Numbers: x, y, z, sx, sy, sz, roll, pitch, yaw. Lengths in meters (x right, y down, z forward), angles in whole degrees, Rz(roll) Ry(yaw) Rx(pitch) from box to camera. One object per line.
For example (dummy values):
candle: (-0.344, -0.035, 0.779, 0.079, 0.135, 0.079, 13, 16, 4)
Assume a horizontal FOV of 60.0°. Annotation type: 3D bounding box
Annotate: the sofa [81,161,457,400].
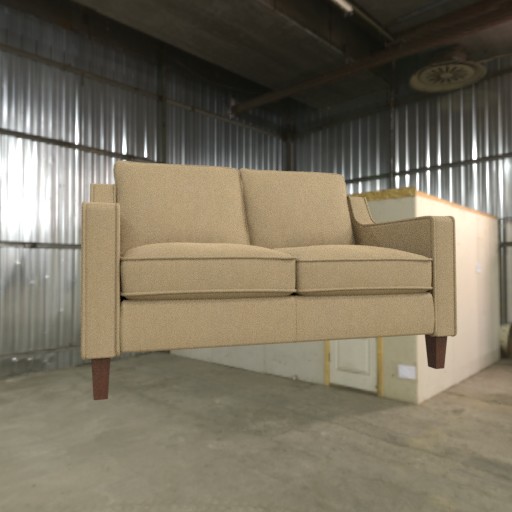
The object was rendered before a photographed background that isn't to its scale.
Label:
sofa: (0.000, 0.000, 2.107, 1.501, 0.971, 0.987, 0, -1, -18)
